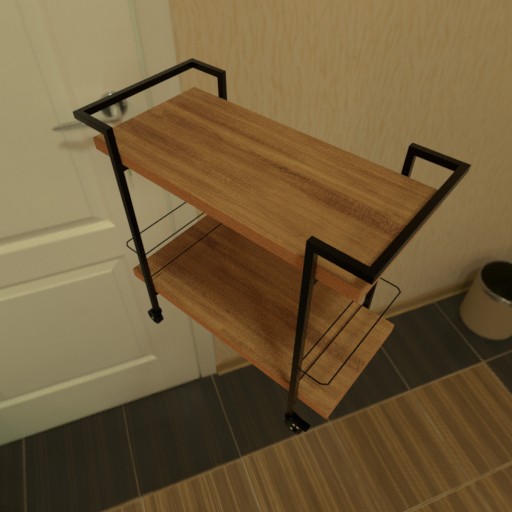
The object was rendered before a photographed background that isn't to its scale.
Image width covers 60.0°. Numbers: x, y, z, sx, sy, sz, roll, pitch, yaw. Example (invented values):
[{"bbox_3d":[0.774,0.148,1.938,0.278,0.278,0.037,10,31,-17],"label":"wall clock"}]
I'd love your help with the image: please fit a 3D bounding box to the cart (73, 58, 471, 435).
[{"bbox_3d":[0.000,0.000,1.249,0.806,0.762,0.406,31,54,26],"label":"cart"}]
